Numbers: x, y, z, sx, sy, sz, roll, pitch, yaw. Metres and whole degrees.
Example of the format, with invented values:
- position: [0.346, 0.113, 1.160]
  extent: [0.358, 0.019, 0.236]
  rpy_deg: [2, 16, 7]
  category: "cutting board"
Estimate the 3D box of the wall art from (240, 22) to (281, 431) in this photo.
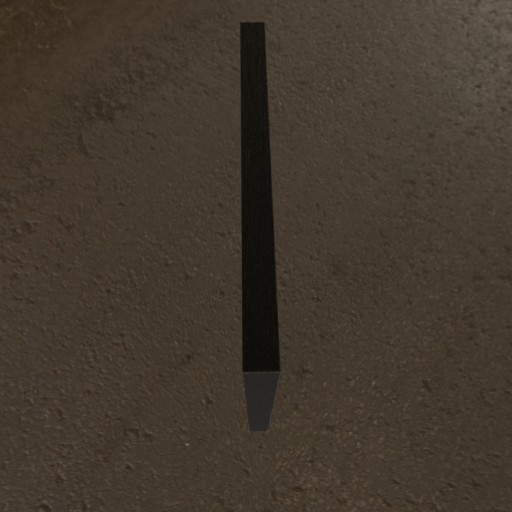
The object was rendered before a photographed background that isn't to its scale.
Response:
- position: [0.000, 0.000, 0.753]
  extent: [0.036, 0.506, 0.506]
  rpy_deg: [-1, 63, -1]
  category: "wall art"
